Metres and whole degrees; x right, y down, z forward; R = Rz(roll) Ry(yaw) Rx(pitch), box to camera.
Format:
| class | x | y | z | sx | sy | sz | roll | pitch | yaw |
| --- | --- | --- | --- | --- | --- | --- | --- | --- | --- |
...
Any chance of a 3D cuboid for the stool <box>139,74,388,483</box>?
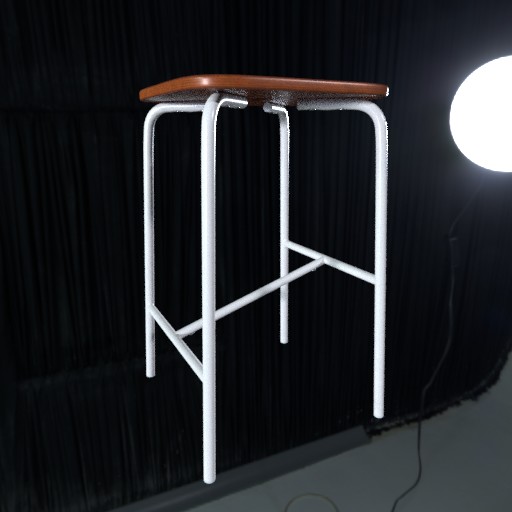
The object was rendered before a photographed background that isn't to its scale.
| class | x | y | z | sx | sy | sz | roll | pitch | yaw |
| --- | --- | --- | --- | --- | --- | --- | --- | --- | --- |
| stool | 0.000 | 0.000 | 0.862 | 0.376 | 0.610 | 0.376 | -8 | 18 | -27 |
